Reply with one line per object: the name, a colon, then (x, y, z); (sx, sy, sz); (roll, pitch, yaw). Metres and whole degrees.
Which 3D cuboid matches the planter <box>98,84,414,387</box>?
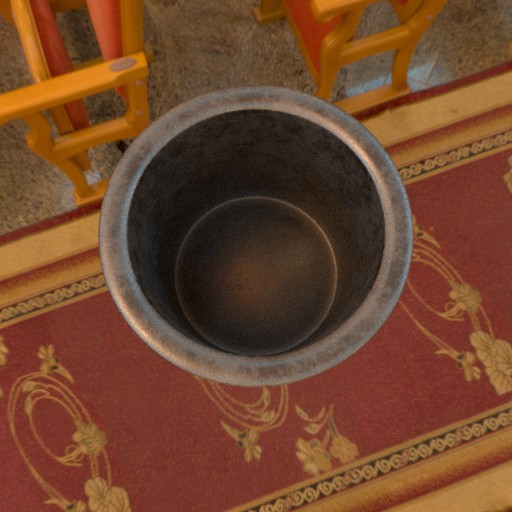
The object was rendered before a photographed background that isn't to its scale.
planter: (0.000, 0.000, 0.226); (0.125, 0.112, 0.125); (0, 76, 0)
